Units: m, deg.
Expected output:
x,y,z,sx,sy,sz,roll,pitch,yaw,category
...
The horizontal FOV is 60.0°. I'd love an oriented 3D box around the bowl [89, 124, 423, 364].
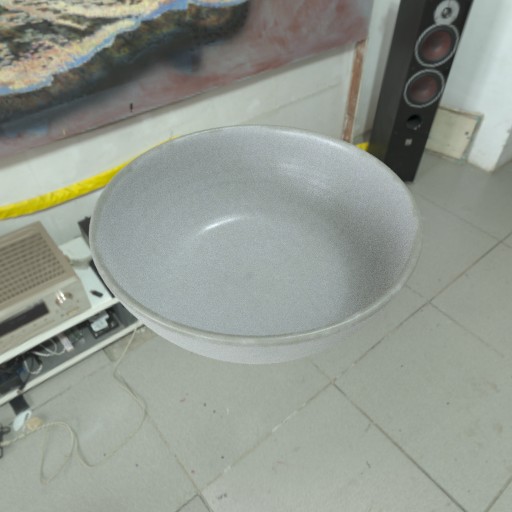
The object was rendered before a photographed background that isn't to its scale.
x,y,z,sx,sy,sz,roll,pitch,yaw,category
0.000,0.000,0.409,0.268,0.121,0.268,0,45,0,bowl
